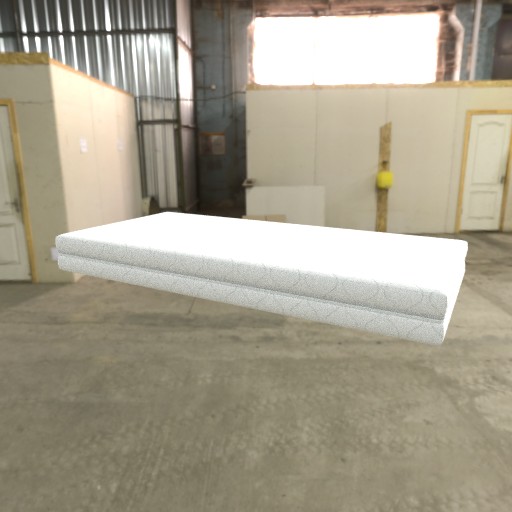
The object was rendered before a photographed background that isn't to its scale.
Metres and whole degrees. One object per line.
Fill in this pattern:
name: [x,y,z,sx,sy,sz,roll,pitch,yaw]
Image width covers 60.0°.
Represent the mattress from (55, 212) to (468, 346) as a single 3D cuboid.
mattress: [0.000,0.000,2.266,1.900,0.200,0.900,8,17,28]
